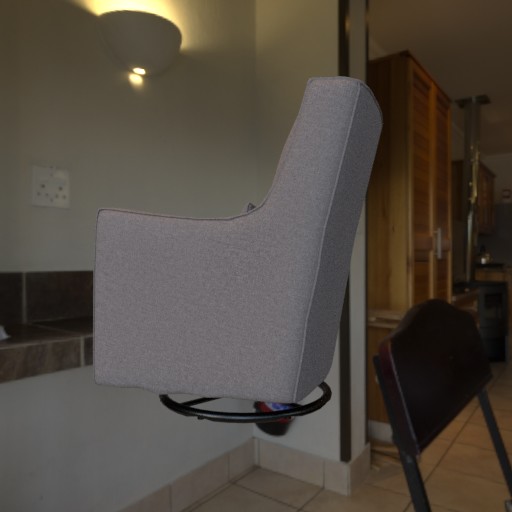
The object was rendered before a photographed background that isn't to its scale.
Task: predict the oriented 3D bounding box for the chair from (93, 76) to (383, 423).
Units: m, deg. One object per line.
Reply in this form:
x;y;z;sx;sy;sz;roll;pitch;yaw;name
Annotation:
0.000;0.000;1.595;0.879;0.993;0.732;0;-1;18;chair
